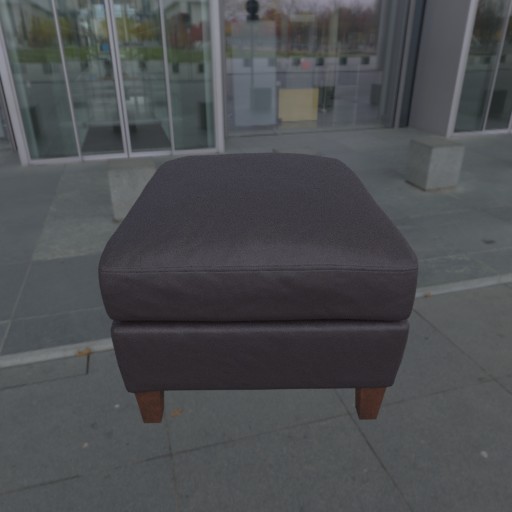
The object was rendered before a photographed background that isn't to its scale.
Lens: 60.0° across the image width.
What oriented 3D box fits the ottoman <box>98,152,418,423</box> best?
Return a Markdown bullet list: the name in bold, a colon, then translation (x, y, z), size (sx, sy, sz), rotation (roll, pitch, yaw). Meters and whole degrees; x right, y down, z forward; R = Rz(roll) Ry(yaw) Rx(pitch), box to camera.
- **ottoman**: translation (0.000, 0.000, 1.312), size (0.659, 0.529, 0.887), rotation (-1, 26, -1)
